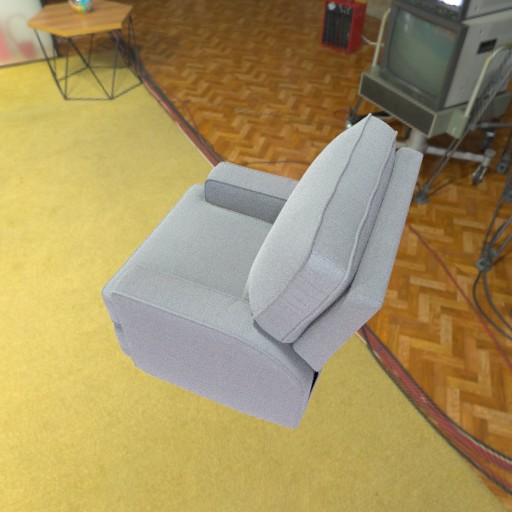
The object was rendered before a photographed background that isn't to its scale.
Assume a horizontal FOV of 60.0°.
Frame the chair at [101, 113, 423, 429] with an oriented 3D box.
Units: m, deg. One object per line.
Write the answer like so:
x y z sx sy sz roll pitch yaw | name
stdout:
0.000 0.000 1.699 0.969 0.964 0.861 16 48 16 | chair
